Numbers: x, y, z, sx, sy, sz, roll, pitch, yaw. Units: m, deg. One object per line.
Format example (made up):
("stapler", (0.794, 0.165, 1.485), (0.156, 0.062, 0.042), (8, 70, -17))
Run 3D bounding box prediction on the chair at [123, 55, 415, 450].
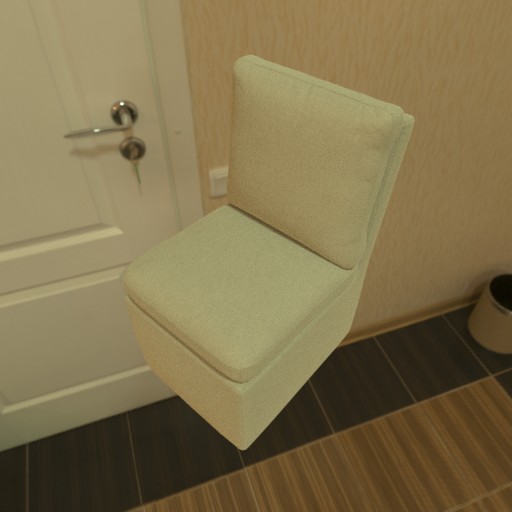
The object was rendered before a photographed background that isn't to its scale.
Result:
("chair", (0.000, 0.000, 1.319), (0.503, 0.927, 0.698), (32, 53, 28))
